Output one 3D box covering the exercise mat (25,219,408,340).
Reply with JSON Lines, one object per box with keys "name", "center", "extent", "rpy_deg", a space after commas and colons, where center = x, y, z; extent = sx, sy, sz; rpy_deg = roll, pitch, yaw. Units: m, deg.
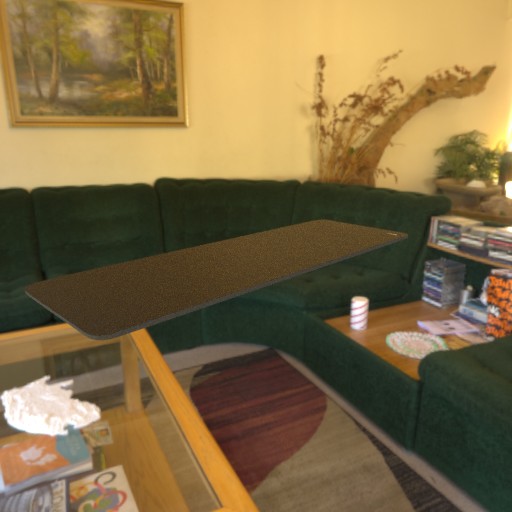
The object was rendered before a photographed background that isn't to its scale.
{"name": "exercise mat", "center": [0.000, 0.000, 2.078], "extent": [1.869, 0.021, 0.616], "rpy_deg": [-15, 22, -42]}
